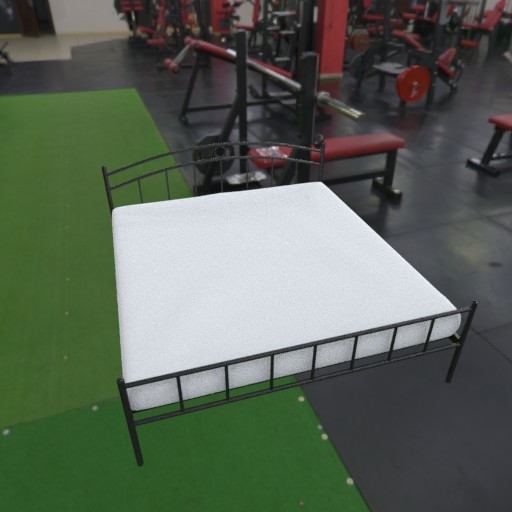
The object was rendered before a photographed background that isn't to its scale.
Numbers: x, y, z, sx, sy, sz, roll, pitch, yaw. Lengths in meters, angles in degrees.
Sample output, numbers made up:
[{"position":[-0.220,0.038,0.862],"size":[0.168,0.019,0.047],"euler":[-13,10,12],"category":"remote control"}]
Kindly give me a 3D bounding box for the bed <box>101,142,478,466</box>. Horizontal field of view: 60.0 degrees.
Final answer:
[{"position":[0.000,0.000,3.044],"size":[1.880,0.940,2.040],"euler":[-9,34,-14],"category":"bed"}]
